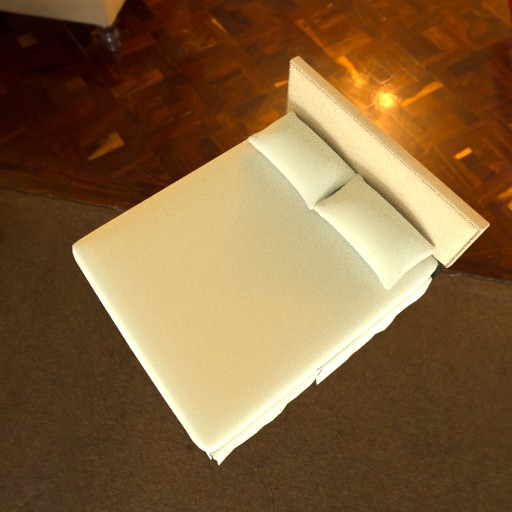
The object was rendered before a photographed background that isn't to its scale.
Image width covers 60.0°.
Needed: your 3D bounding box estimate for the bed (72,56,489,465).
[{"bbox_3d":[0.000,0.000,2.793,1.876,1.016,1.616,-35,69,-15],"label":"bed"}]
